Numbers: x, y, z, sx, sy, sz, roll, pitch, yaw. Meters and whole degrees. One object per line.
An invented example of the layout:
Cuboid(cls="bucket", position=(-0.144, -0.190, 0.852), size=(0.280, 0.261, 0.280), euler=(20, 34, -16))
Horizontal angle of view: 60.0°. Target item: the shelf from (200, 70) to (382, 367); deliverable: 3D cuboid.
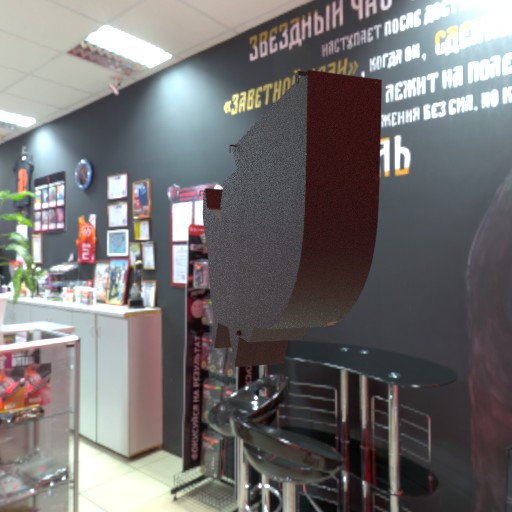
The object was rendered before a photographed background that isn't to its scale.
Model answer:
Cuboid(cls="shelf", position=(0.000, 0.000, 0.890), size=(0.112, 0.439, 0.729), euler=(0, -1, -17))
